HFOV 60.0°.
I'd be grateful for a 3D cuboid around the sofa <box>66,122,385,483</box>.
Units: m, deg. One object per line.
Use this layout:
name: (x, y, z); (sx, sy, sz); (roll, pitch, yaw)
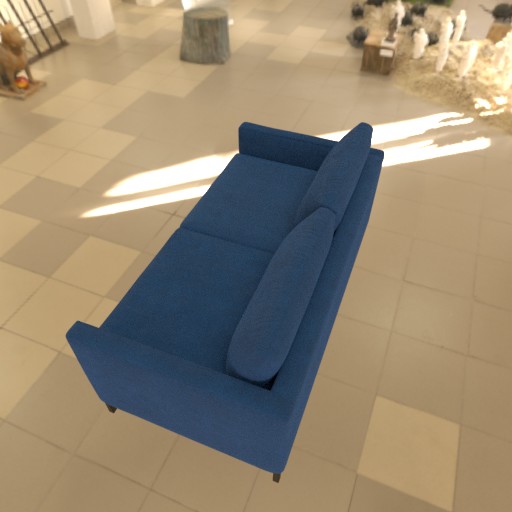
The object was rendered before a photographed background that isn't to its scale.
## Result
sofa: (0.000, 0.000, 2.156); (0.875, 0.817, 1.676); (16, 48, 15)
